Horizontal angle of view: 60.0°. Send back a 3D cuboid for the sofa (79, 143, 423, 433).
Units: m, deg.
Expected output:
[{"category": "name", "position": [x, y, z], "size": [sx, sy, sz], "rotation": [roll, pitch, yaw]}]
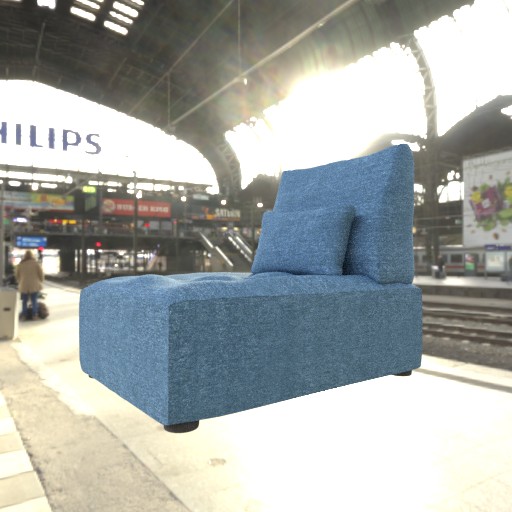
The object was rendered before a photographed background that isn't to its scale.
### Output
[{"category": "sofa", "position": [0.000, 0.000, 1.549], "size": [1.000, 0.820, 0.700], "rotation": [1, -1, -37]}]
